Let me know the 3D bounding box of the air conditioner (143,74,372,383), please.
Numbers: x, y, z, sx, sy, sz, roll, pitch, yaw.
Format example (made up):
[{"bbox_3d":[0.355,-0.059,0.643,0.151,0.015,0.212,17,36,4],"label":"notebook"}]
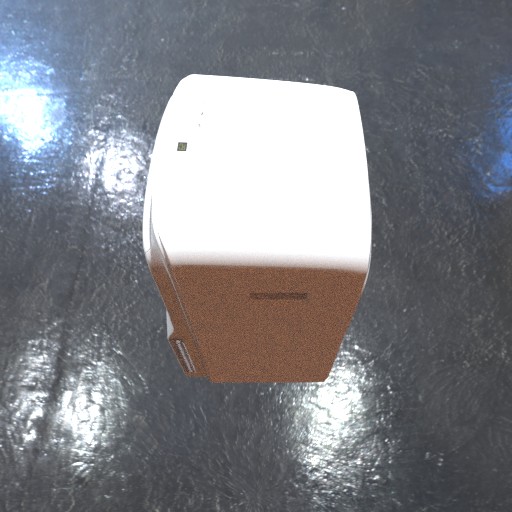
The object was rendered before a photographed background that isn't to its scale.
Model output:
[{"bbox_3d":[0.000,0.000,1.093,0.467,0.765,0.478,2,61,1],"label":"air conditioner"}]
